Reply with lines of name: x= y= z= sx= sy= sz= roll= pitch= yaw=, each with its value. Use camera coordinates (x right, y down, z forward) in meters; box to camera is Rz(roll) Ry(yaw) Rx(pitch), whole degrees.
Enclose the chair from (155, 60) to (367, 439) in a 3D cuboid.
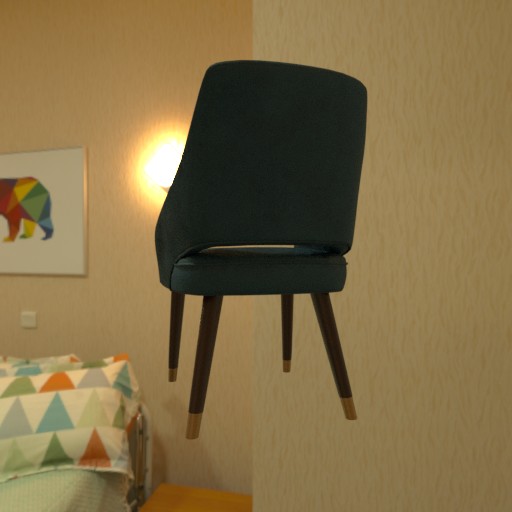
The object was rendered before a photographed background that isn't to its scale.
chair: x=0.000 y=0.000 z=1.610 sx=0.683 sy=1.081 sz=0.794 roll=0 pitch=1 yaw=-17
